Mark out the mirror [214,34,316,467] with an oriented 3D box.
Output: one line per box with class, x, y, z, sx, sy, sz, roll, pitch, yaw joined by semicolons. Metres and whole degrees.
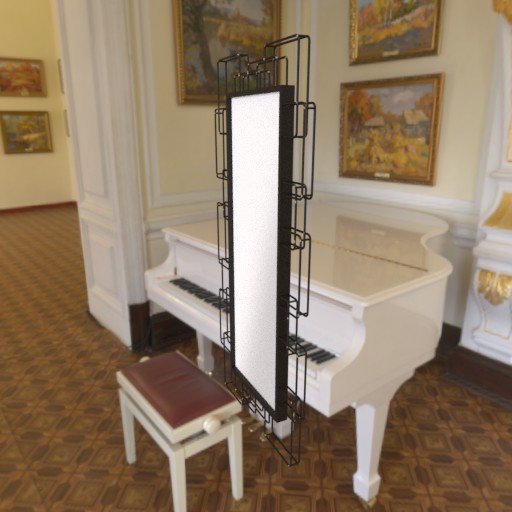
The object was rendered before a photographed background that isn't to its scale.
mirror;0.000;0.000;1.395;0.037;1.192;0.565;-8;18;-25
